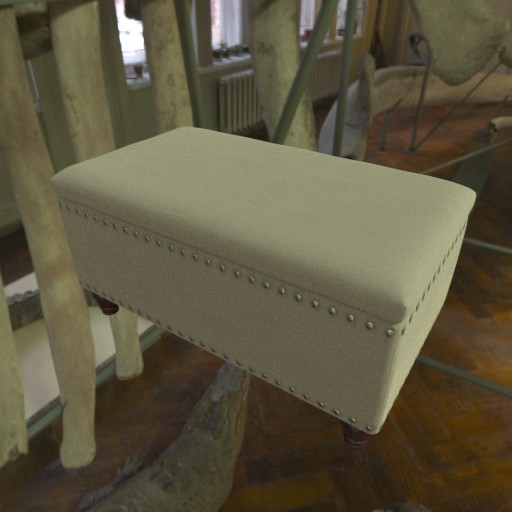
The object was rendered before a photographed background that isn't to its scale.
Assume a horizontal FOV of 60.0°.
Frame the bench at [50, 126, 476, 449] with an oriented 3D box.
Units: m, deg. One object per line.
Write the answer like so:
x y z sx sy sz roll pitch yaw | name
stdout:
0.000 0.000 1.147 0.887 0.449 0.500 20 37 28 | bench
